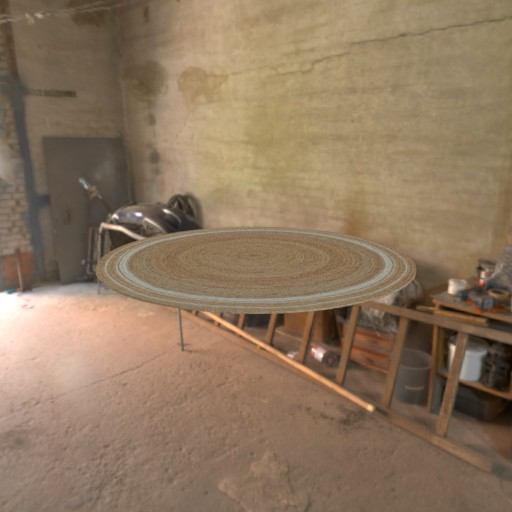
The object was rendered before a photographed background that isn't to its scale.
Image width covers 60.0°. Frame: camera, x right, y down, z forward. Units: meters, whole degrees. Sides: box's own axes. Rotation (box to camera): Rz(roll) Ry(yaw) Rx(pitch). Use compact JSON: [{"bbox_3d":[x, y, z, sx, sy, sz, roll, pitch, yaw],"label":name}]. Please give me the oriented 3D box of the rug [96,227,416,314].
[{"bbox_3d":[0.000,0.000,3.578,2.444,0.015,2.444,0,15,0],"label":"rug"}]
